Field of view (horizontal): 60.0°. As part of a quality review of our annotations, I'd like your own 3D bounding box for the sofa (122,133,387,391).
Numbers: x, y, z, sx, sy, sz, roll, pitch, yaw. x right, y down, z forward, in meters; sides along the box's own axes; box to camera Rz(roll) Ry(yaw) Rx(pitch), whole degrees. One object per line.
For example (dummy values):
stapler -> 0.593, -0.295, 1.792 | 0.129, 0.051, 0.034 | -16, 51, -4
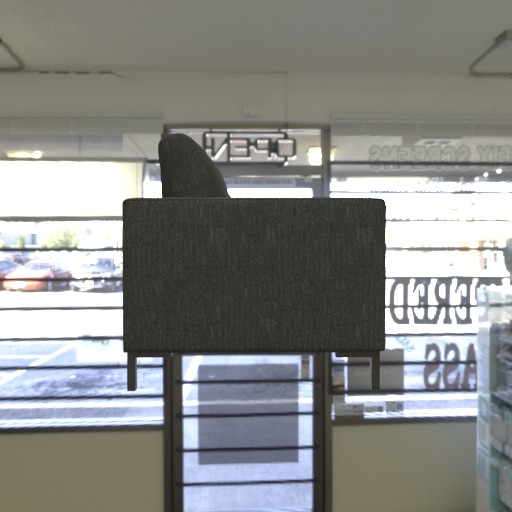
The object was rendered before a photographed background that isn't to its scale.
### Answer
sofa -> 0.000, 0.000, 2.250 | 0.866, 0.862, 1.716 | 0, 1, 0
